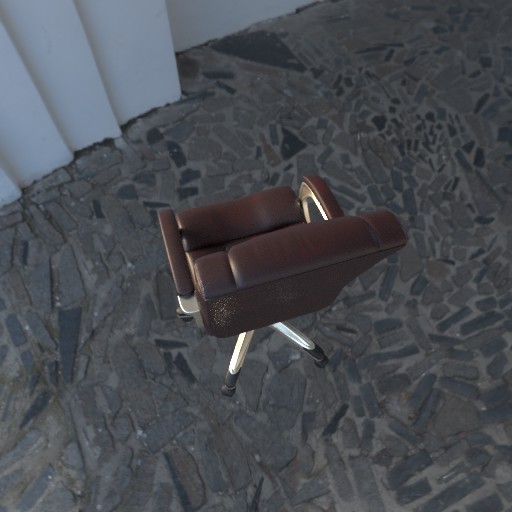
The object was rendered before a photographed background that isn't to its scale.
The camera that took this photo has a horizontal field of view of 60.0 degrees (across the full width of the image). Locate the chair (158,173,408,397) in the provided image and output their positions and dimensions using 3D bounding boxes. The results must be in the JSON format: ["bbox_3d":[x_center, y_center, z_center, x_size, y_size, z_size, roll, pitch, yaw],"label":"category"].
[{"bbox_3d":[0.000,0.000,1.524,0.662,1.107,0.739,-15,60,-9],"label":"chair"}]
